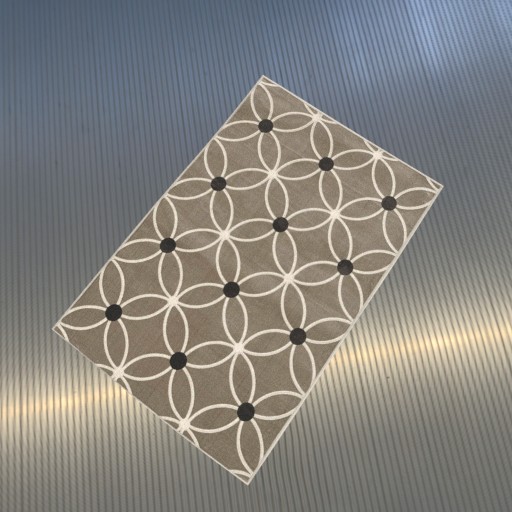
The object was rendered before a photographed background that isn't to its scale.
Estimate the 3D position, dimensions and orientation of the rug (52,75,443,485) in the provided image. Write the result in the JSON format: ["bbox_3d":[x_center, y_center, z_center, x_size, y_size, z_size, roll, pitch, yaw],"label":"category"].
[{"bbox_3d":[0.000,0.000,2.887,1.522,0.008,2.284,35,78,9],"label":"rug"}]
